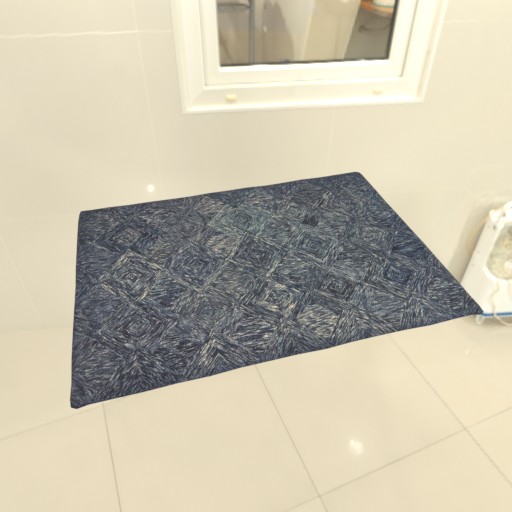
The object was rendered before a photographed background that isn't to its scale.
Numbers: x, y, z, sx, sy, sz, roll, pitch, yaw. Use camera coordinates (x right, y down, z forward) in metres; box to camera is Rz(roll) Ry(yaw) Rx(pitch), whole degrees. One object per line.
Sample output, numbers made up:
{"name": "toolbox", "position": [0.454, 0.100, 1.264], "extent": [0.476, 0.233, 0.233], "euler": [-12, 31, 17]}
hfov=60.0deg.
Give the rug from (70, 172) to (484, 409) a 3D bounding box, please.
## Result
{"name": "rug", "position": [0.000, 0.000, 4.155], "extent": [3.245, 0.024, 2.385], "euler": [-10, 42, -12]}
